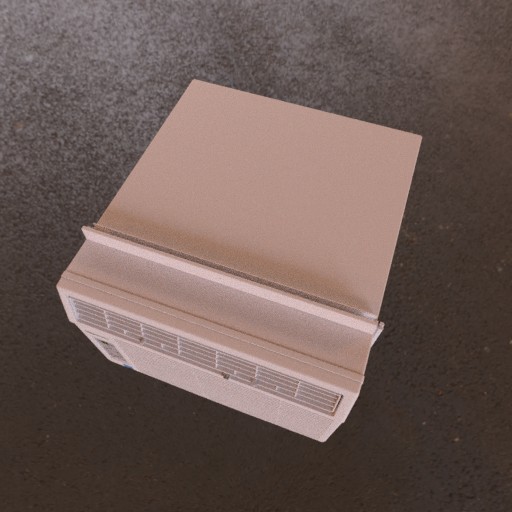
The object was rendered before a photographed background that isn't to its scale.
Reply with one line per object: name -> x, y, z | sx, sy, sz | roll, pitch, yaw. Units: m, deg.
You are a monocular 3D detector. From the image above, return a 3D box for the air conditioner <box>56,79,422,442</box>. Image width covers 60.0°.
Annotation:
air conditioner -> 0.000, 0.000, 0.904 | 0.503, 0.388, 0.546 | 18, 61, 10
